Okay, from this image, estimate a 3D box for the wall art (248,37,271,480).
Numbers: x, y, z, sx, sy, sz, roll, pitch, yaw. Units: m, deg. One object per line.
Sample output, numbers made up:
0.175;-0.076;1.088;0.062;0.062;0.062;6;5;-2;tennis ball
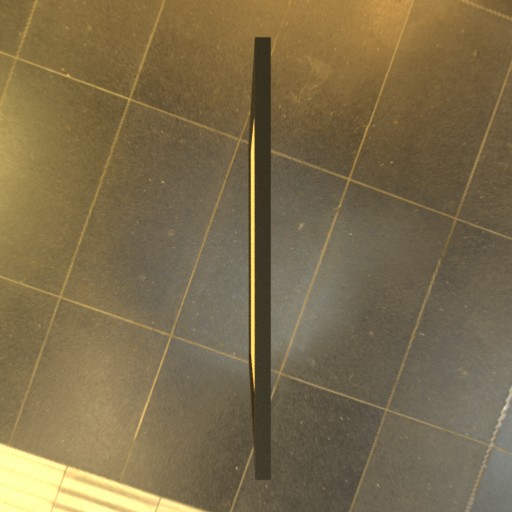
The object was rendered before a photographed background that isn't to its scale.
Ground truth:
0.000;0.000;0.533;0.013;0.356;0.356;0;91;-2;wall art
